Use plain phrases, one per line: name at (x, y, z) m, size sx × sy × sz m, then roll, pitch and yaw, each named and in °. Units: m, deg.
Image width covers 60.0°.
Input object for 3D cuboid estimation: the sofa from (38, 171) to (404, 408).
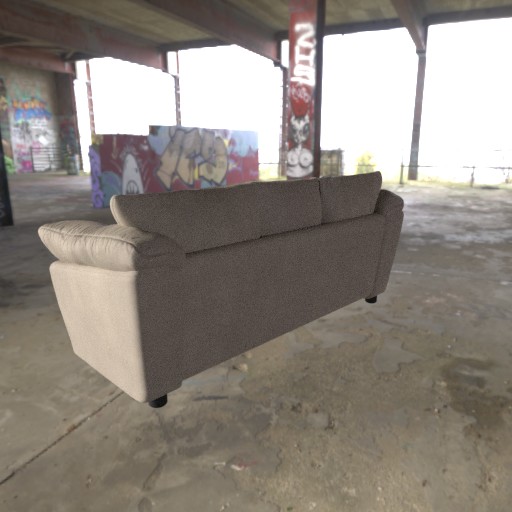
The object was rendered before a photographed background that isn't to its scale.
sofa at (0.000, 0.000, 2.819) m, size 0.878 × 0.996 × 2.334 m, roll 14°, pitch 20°, yaw 43°
